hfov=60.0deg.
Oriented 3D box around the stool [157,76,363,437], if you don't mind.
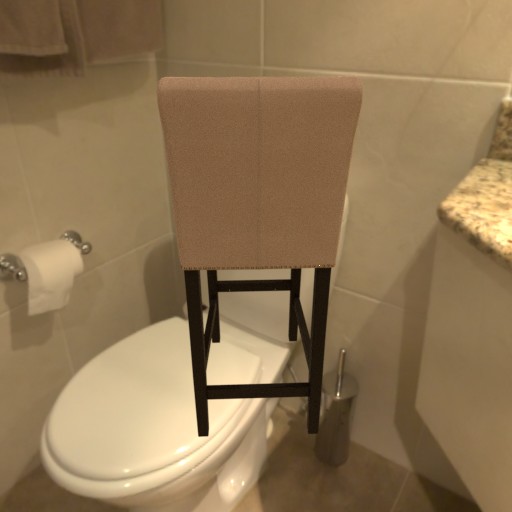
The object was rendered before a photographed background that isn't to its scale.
[{"bbox_3d":[0.000,0.000,1.319,0.411,1.047,0.548,-1,28,-2],"label":"stool"}]
